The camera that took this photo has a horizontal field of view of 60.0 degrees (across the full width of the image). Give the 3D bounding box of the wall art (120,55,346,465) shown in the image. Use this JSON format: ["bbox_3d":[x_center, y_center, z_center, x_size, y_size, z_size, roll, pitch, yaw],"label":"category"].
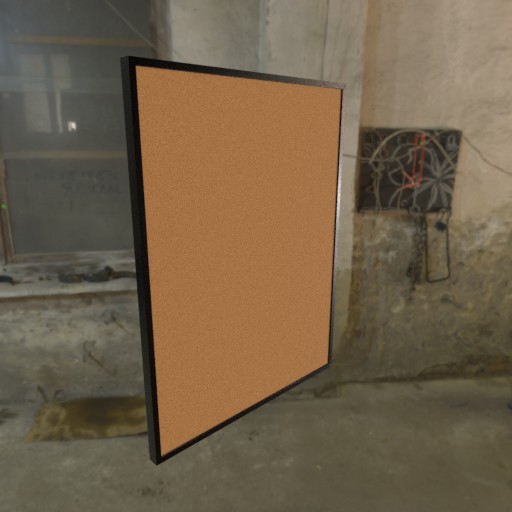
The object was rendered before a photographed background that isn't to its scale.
[{"bbox_3d":[0.000,0.000,1.384,0.805,1.062,0.040,-14,21,-42],"label":"wall art"}]
